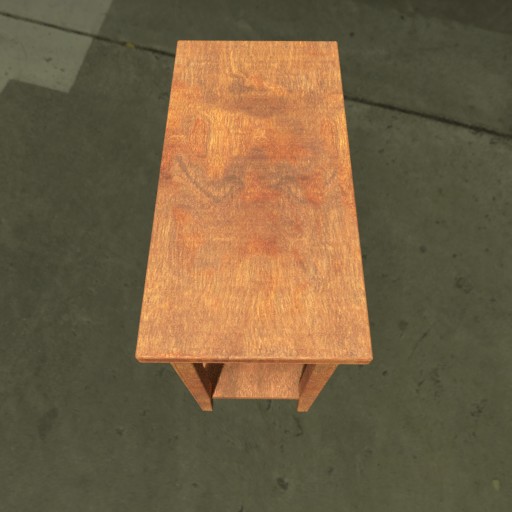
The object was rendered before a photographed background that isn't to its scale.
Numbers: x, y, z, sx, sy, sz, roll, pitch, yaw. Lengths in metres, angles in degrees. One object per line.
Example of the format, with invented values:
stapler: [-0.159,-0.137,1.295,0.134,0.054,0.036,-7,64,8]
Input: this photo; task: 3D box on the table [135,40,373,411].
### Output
table: [0.000,0.000,0.976,0.305,0.610,0.610,0,63,0]
